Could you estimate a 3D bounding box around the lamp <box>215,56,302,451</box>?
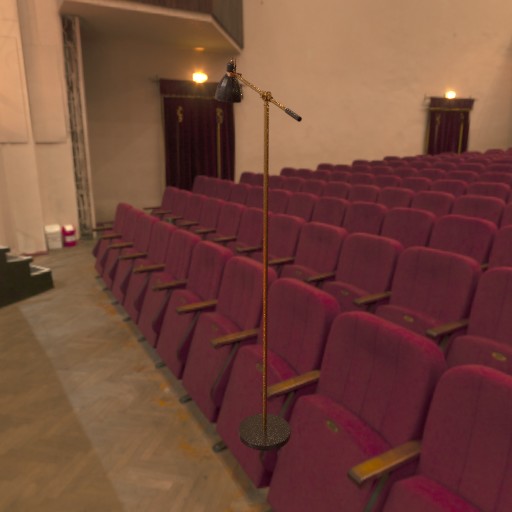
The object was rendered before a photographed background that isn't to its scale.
[{"bbox_3d":[0.000,0.000,1.883,0.235,1.628,0.618,-8,16,-28],"label":"lamp"}]
